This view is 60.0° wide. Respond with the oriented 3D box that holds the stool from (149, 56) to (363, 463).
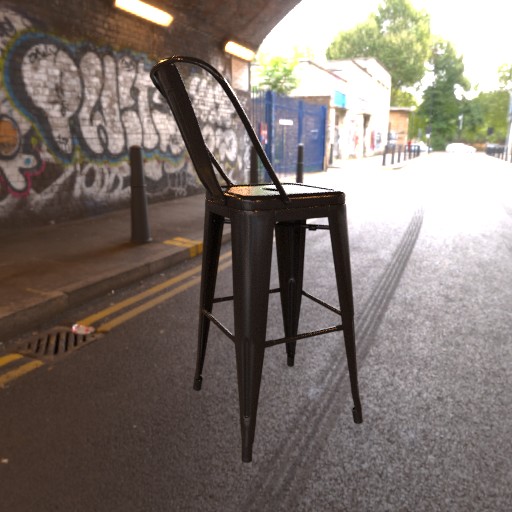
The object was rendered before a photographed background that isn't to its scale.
[{"bbox_3d":[0.000,0.000,1.299,0.528,1.022,0.432,-7,16,-26],"label":"stool"}]
